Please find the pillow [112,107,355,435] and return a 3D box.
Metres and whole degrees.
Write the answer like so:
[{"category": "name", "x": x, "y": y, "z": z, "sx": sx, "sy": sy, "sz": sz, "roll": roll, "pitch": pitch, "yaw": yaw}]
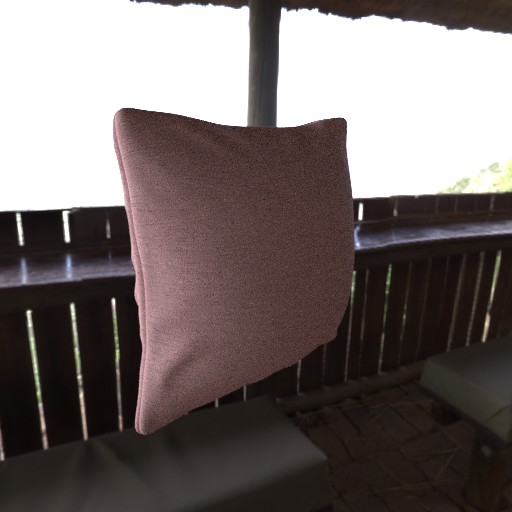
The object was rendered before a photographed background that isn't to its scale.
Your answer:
[{"category": "pillow", "x": 0.000, "y": 0.000, "z": 0.673, "sx": 0.432, "sy": 0.415, "sz": 0.246, "roll": -14, "pitch": 21, "yaw": -43}]
